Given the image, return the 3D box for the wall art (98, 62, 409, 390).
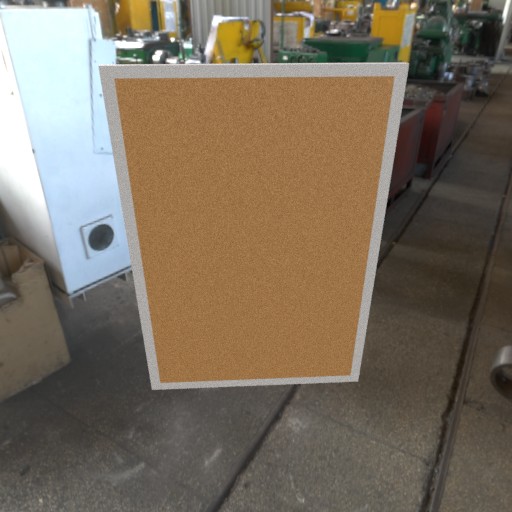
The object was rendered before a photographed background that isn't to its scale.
[{"bbox_3d":[0.000,0.000,0.820,0.456,0.656,0.013,-2,30,-3],"label":"wall art"}]
